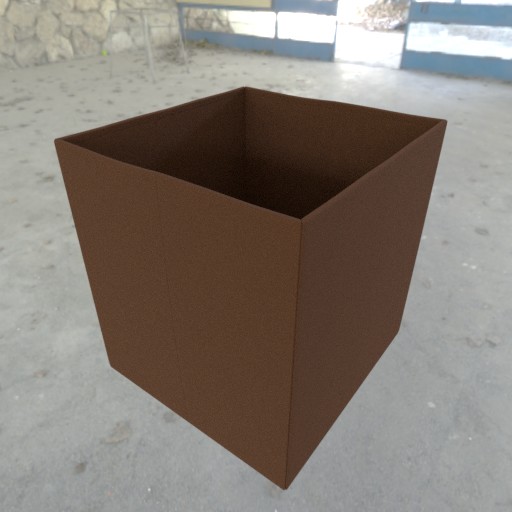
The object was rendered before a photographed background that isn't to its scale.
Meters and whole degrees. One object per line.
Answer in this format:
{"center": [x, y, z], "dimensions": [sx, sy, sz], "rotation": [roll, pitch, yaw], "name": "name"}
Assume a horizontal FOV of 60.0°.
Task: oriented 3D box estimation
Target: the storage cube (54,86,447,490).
{"center": [0.000, 0.000, 0.482], "dimensions": [0.270, 0.280, 0.270], "rotation": [22, 39, 30], "name": "storage cube"}
